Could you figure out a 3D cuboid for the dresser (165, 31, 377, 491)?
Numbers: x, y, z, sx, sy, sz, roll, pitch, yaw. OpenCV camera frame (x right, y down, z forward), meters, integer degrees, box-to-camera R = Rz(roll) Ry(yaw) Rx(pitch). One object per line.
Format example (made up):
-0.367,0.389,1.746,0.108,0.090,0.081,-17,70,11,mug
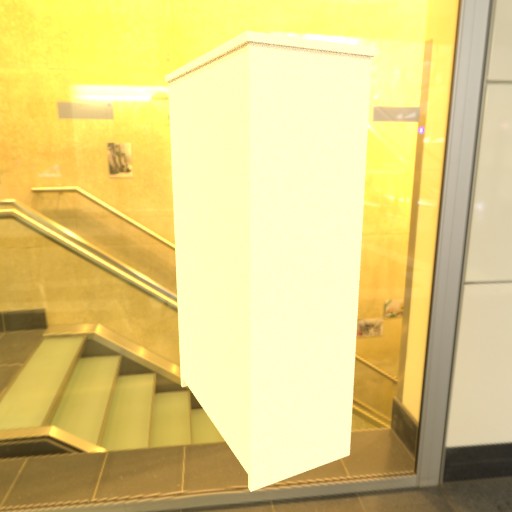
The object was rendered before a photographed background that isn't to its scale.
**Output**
0.000,0.000,1.556,0.399,1.255,0.704,-7,15,-26,dresser
